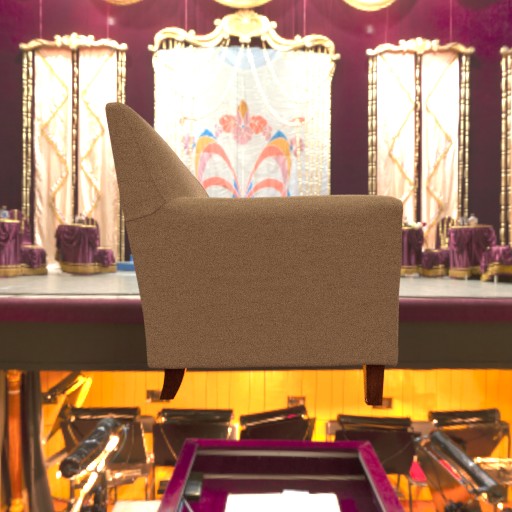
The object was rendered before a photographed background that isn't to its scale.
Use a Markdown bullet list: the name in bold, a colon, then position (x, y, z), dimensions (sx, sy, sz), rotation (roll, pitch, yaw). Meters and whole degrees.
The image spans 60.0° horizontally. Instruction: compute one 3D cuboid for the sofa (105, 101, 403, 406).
- **sofa**: position (0.000, 0.000, 1.989), dimensions (0.891, 0.892, 1.482), rotation (0, 1, -1)
